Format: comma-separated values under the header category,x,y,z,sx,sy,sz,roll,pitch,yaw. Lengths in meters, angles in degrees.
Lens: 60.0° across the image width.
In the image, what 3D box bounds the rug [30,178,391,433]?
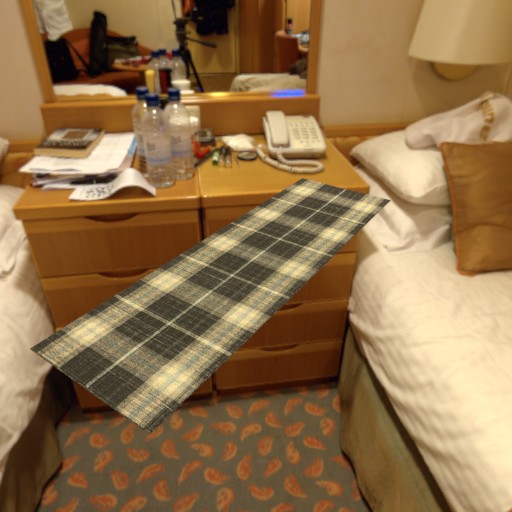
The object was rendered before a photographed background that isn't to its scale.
category,x,y,z,sx,sy,sz,roll,pitch,yaw
rug,0.000,0.000,2.627,0.760,0.012,2.434,20,37,29
